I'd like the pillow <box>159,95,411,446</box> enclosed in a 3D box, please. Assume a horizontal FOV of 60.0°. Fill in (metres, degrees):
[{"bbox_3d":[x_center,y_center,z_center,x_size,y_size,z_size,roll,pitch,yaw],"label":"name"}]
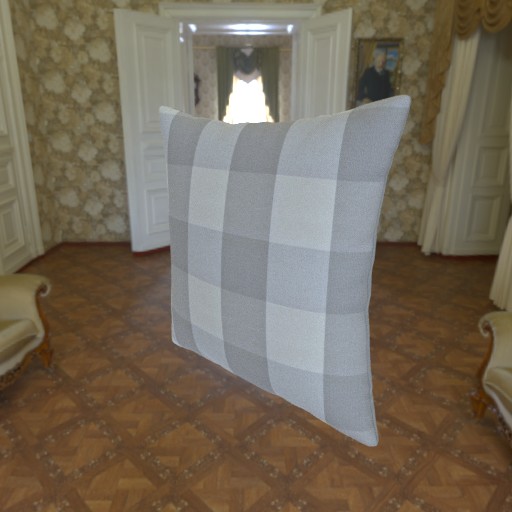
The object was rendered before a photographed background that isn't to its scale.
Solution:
[{"bbox_3d":[0.000,0.000,0.772,0.511,0.509,0.161,15,22,41],"label":"pillow"}]
